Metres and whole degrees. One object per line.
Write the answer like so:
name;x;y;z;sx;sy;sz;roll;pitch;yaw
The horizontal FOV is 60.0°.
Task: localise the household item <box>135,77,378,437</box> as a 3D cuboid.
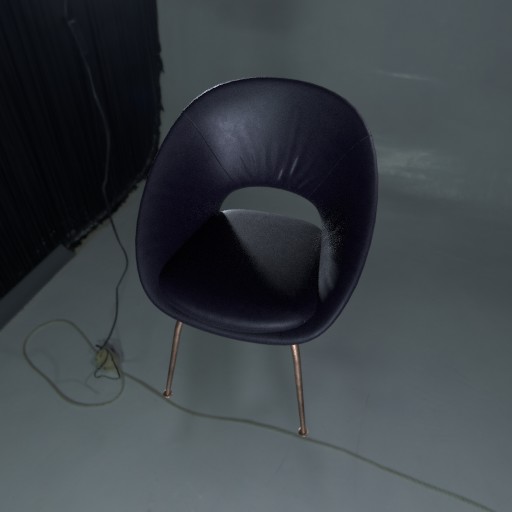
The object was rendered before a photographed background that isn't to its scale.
household item;0.000;0.000;1.302;0.623;0.852;0.573;11;42;13
